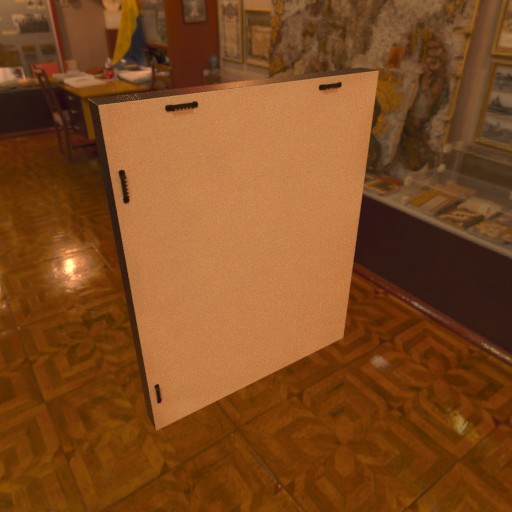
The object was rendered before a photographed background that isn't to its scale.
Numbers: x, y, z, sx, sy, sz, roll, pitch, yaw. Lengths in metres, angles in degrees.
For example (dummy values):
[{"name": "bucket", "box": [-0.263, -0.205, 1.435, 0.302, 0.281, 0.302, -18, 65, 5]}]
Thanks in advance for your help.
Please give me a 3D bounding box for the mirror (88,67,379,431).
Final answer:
[{"name": "mirror", "box": [0.000, 0.000, 0.689, 0.406, 0.509, 0.041, -19, 36, -28]}]
